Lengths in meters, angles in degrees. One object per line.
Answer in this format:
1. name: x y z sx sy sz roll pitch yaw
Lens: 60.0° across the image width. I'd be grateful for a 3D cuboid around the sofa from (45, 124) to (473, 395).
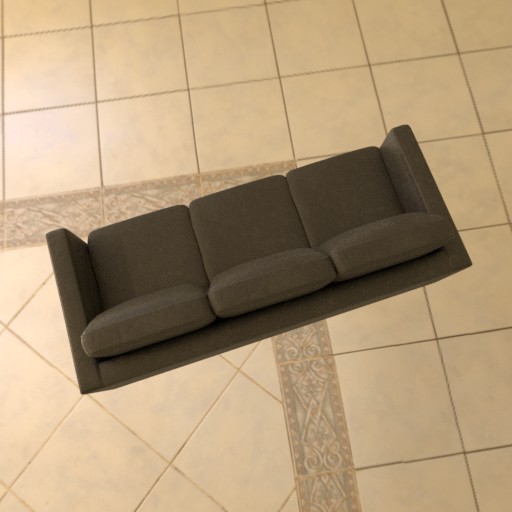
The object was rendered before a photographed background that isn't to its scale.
1. sofa: 0.000 0.000 2.479 2.029 0.899 0.879 -18 77 -4
